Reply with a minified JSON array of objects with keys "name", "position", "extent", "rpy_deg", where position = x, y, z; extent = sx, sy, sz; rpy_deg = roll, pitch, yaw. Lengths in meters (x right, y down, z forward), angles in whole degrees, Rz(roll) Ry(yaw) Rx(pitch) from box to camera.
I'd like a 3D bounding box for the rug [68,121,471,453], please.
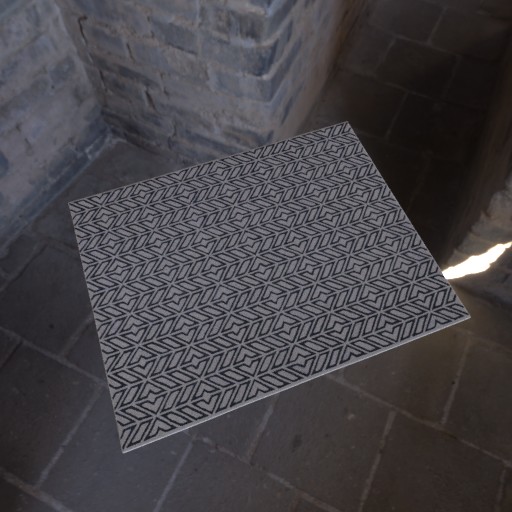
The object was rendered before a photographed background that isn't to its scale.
[{"name":"rug","position":[0.000,0.000,4.093],"extent":[3.045,0.008,2.421],"rpy_deg":[-18,64,-9]}]
